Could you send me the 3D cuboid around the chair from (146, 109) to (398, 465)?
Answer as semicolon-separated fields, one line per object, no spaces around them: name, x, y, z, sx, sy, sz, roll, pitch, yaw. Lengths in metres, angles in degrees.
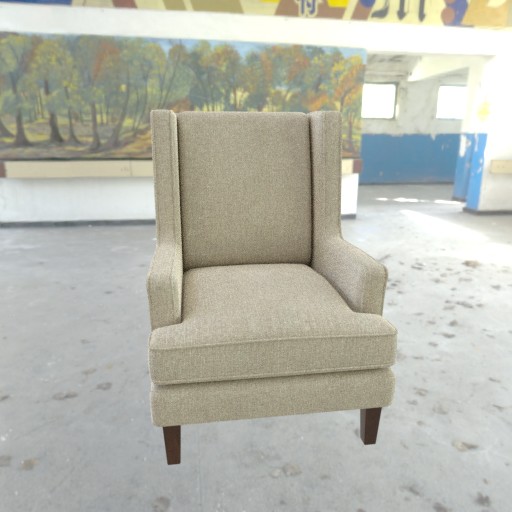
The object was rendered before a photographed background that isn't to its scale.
chair;0.000;0.000;1.687;0.764;1.082;0.948;-2;16;-8
